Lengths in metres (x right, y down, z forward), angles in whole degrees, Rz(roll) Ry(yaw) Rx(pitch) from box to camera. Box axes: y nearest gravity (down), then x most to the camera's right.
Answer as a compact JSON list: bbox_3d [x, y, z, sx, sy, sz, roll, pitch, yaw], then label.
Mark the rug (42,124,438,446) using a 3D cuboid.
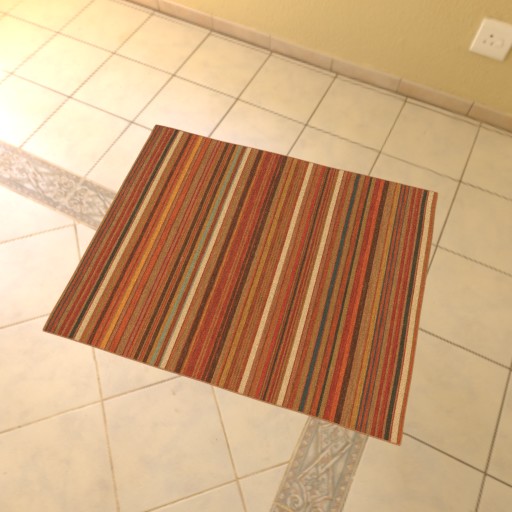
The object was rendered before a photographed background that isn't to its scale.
[{"bbox_3d":[0.000,0.000,4.128,3.092,0.023,2.479,16,64,8],"label":"rug"}]
